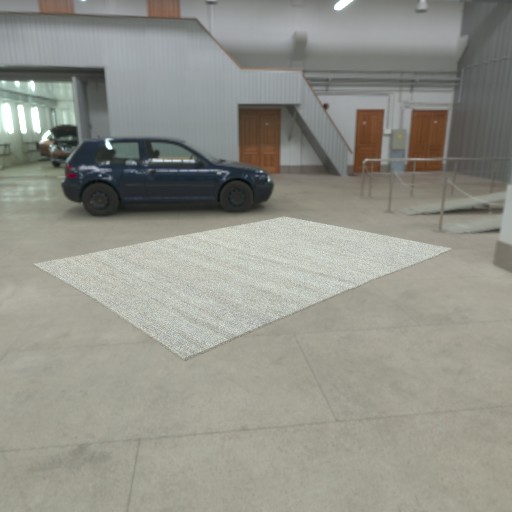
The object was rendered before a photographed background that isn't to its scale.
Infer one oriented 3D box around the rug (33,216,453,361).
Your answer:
[{"bbox_3d":[0.000,0.000,2.915,2.264,0.030,1.624,-14,21,-41],"label":"rug"}]
